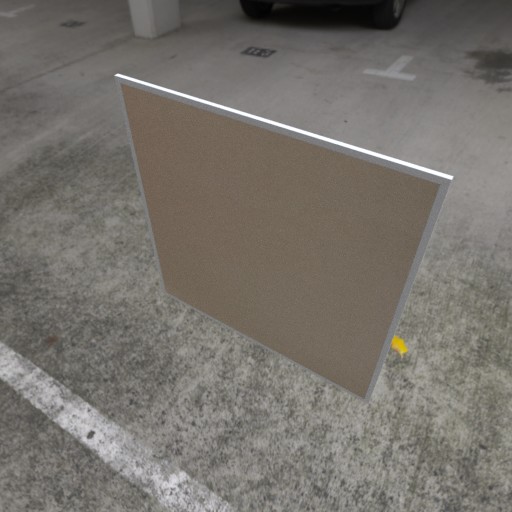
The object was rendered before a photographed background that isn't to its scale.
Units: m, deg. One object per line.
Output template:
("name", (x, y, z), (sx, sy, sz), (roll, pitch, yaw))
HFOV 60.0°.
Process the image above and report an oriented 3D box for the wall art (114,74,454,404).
("wall art", (0.000, 0.000, 0.680), (0.456, 0.456, 0.007), (24, 50, 23))
